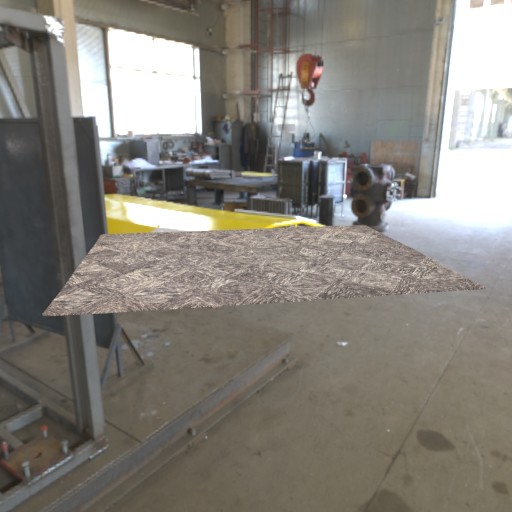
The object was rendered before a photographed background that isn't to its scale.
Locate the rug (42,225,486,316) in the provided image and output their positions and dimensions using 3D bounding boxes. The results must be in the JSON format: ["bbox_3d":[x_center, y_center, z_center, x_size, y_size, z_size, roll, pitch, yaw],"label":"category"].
[{"bbox_3d":[0.000,0.000,5.390,4.093,0.020,2.997,-3,16,-9],"label":"rug"}]
